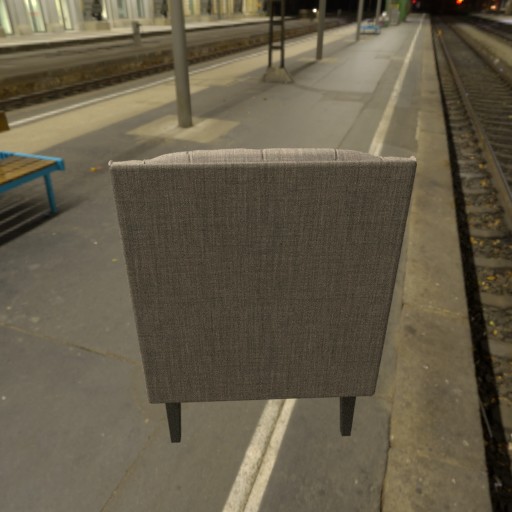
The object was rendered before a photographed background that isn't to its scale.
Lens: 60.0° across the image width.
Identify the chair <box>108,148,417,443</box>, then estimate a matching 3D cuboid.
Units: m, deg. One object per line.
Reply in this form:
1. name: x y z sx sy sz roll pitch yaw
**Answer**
1. chair: 0.000 0.000 1.436 0.655 0.891 0.771 -1 30 -2
